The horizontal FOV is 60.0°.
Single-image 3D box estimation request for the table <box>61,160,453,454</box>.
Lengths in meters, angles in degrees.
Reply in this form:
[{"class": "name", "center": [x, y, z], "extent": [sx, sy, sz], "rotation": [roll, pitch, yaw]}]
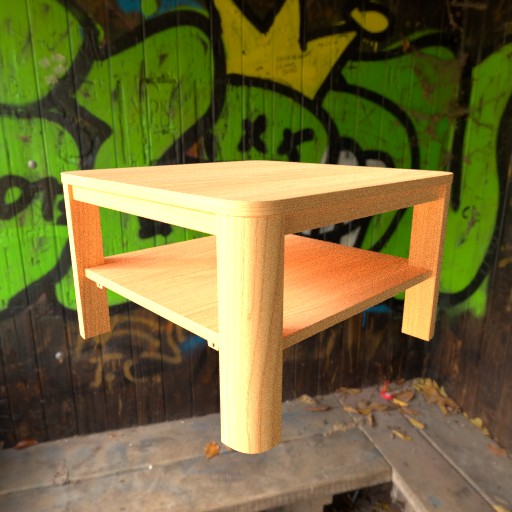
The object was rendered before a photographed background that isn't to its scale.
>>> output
[{"class": "table", "center": [0.000, 0.000, 1.209], "extent": [0.750, 0.450, 0.750], "rotation": [-15, 21, -42]}]
